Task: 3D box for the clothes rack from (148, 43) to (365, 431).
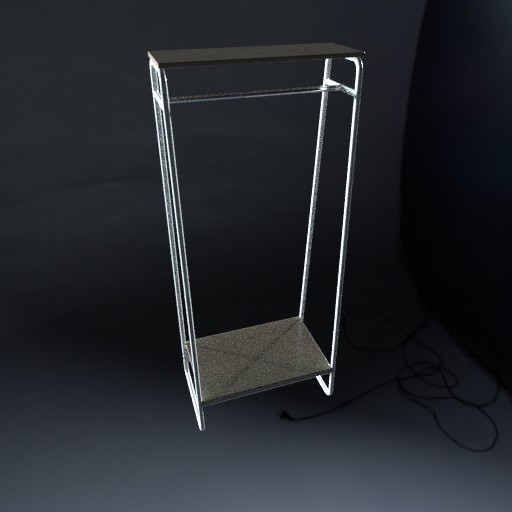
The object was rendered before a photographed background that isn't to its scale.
[{"bbox_3d":[0.000,0.000,1.789,0.640,1.512,0.400,-10,34,-15],"label":"clothes rack"}]
